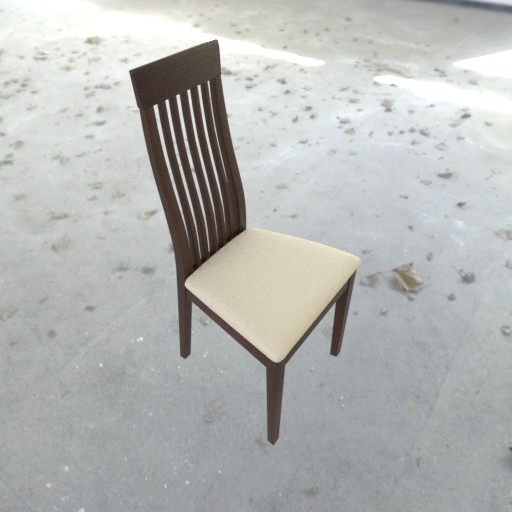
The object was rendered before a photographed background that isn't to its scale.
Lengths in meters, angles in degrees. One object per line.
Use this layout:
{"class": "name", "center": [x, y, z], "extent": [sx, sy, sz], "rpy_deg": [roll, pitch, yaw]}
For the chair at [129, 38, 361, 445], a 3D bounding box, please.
{"class": "chair", "center": [0.000, 0.000, 1.275], "extent": [0.474, 1.027, 0.460], "rpy_deg": [26, 48, 26]}
